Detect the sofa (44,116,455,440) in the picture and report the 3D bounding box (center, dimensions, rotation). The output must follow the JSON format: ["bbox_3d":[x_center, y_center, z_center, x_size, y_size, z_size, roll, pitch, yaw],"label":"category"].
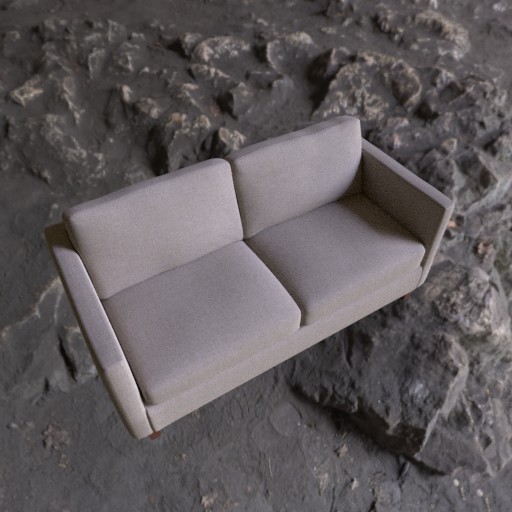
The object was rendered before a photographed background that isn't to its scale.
[{"bbox_3d":[0.000,0.000,2.400,1.884,0.947,0.951,-24,51,-21],"label":"sofa"}]
